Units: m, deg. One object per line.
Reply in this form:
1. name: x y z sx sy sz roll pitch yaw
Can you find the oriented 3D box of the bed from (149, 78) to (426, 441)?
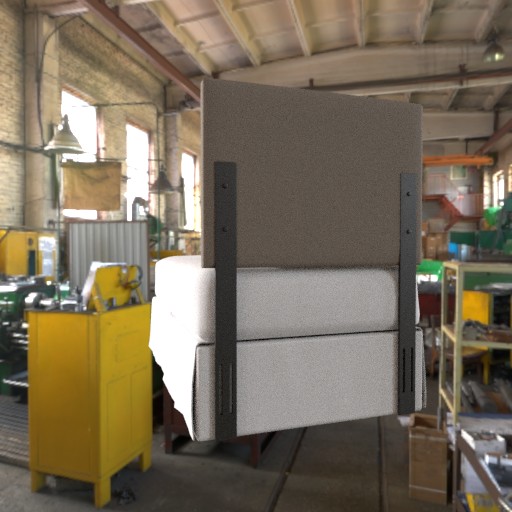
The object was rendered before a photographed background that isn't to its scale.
1. bed: 0.000 0.000 3.002 1.261 1.571 1.997 0 1 -19
